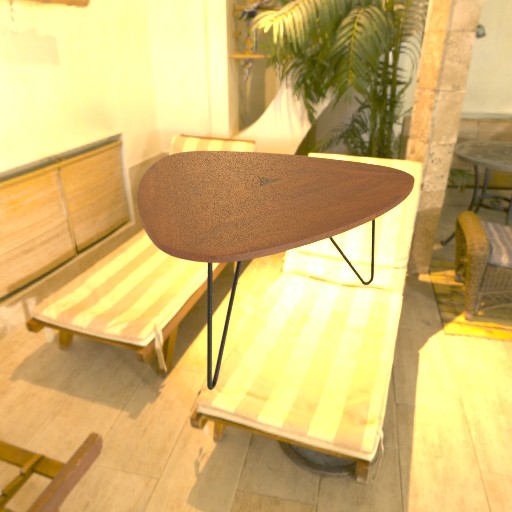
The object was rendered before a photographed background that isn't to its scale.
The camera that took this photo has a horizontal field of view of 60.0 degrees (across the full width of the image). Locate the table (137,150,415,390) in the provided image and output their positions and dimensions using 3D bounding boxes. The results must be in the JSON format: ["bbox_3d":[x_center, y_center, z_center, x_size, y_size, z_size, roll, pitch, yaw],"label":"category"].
[{"bbox_3d":[0.000,0.000,1.321,0.833,0.413,0.821,9,28,16],"label":"table"}]
